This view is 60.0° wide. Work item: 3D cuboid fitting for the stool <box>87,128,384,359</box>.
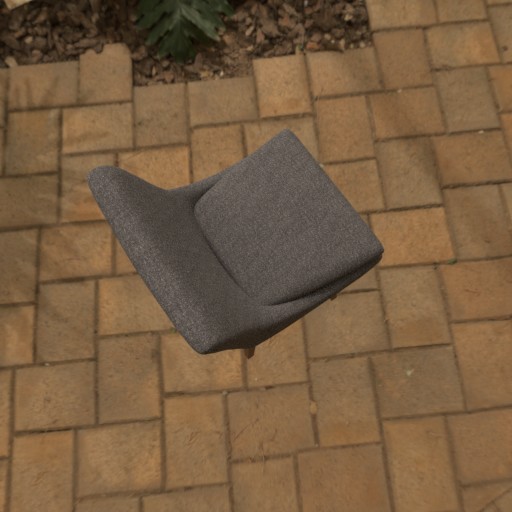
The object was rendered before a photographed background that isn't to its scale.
[{"bbox_3d":[0.000,0.000,1.387,0.572,1.068,0.489,-33,77,-9],"label":"stool"}]
